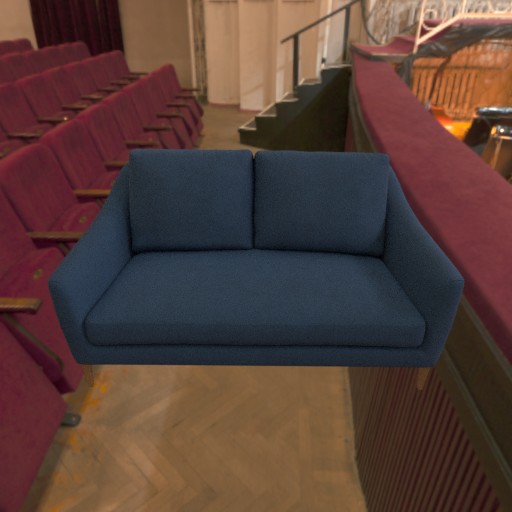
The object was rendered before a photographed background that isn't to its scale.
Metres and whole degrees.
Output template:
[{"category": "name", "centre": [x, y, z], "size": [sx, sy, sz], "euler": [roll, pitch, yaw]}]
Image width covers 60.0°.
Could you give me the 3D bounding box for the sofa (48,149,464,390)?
[{"category": "sofa", "centre": [0.000, 0.000, 2.170], "size": [1.619, 0.902, 0.960], "euler": [0, 29, 1]}]
